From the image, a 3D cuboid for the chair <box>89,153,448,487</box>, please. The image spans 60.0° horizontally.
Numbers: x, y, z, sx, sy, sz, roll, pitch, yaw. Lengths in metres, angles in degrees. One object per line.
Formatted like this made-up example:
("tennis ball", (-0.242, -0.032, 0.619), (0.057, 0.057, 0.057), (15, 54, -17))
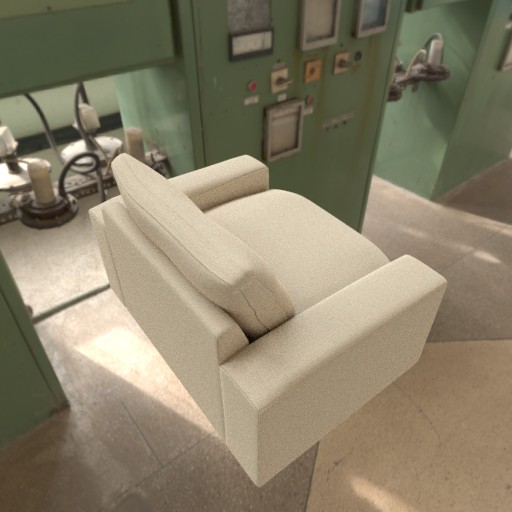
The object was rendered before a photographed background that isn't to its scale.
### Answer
("chair", (0.000, 0.000, 2.071), (1.039, 0.915, 1.398), (-26, 46, -28))
